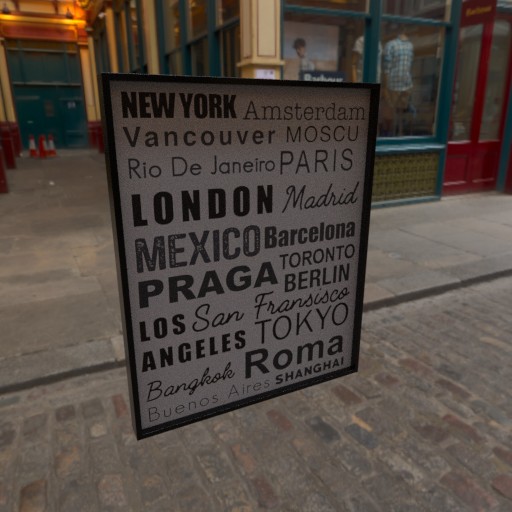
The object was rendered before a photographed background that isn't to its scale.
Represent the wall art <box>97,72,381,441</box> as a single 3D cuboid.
[{"bbox_3d":[0.000,0.000,0.743,0.448,0.551,0.038,-9,20,-25],"label":"wall art"}]
